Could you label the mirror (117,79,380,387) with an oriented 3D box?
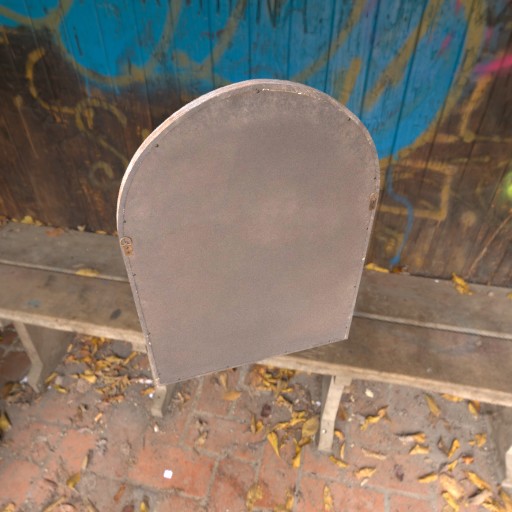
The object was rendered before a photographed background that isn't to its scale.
[{"bbox_3d":[0.000,0.000,1.183,0.660,0.920,0.032,-11,43,-13],"label":"mirror"}]
